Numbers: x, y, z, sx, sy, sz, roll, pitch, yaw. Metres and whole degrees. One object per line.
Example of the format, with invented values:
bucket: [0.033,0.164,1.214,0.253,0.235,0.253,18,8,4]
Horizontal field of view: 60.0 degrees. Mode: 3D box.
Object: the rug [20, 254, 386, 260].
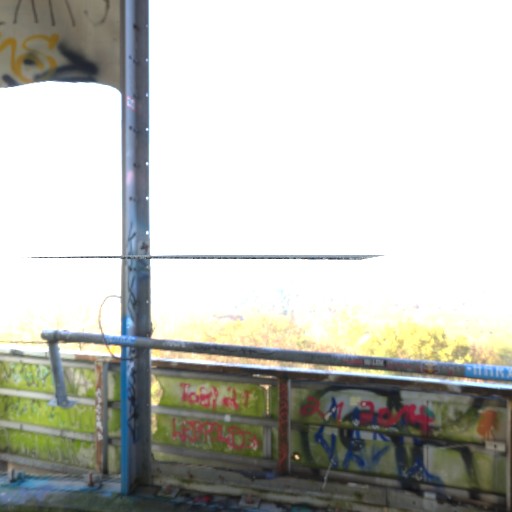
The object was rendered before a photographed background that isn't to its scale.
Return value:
rug: [0.000,0.000,2.278,1.247,0.008,1.802,0,1,19]
